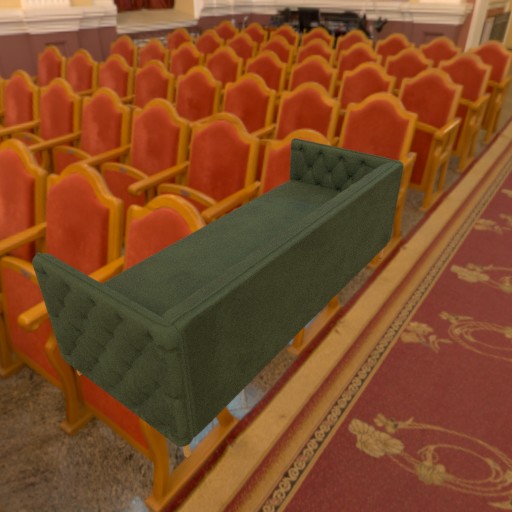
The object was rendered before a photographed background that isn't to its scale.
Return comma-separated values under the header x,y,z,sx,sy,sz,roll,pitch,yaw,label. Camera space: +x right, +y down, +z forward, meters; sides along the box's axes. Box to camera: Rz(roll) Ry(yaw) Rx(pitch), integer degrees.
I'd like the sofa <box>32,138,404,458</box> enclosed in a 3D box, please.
x,y,z,sx,sy,sz,roll,pitch,yaw,label
0.000,0.000,2.650,0.895,0.771,2.209,22,38,31,sofa
